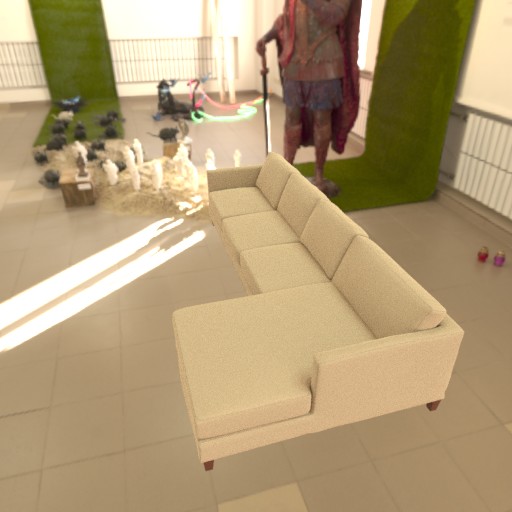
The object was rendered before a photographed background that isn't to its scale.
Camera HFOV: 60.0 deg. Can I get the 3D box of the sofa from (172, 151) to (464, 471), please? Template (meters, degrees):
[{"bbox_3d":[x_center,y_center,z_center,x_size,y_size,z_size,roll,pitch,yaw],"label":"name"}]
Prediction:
[{"bbox_3d":[0.000,0.000,3.815,1.625,0.861,3.186,-9,32,-14],"label":"sofa"}]
